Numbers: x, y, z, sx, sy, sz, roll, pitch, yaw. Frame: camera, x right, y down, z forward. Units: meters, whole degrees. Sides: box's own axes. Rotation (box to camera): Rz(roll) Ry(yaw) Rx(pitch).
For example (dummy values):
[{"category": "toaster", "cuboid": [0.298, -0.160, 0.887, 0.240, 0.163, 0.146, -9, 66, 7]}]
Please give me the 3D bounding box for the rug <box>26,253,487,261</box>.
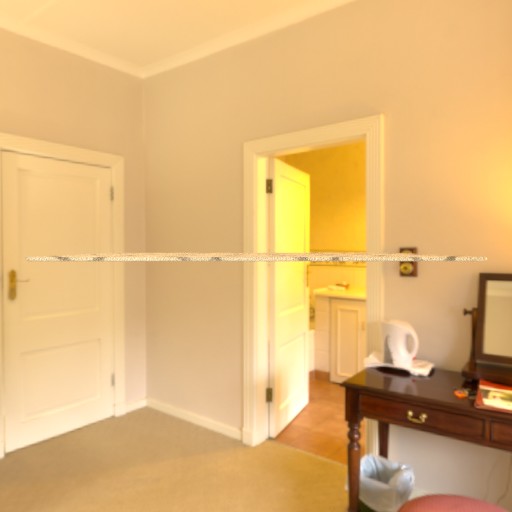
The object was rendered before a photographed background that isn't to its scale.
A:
[{"category": "rug", "cuboid": [0.000, 0.000, 3.475, 2.701, 0.026, 1.801, 0, 1, -1]}]
